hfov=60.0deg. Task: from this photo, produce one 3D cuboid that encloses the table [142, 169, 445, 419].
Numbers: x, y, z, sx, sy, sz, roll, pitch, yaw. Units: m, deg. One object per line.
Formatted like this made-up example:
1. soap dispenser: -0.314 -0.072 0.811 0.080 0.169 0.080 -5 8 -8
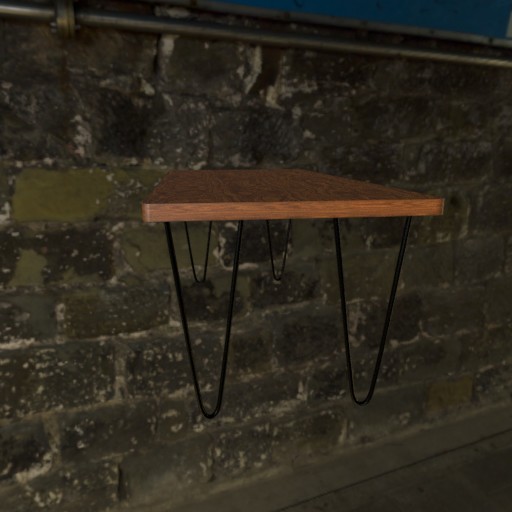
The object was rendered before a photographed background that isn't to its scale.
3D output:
1. table: 0.000 0.000 2.194 0.883 0.753 1.791 -2 14 -8
